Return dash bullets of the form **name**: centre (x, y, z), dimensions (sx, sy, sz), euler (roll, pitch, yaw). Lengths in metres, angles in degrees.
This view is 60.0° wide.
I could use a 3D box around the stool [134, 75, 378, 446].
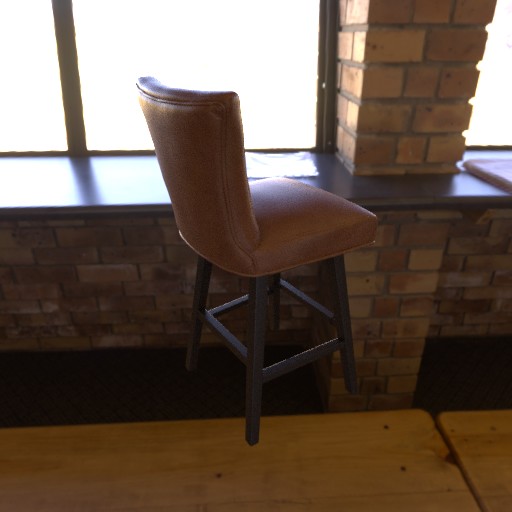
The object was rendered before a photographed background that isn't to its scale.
- **stool**: centre (0.000, 0.000, 1.459), dimensions (0.585, 1.094, 0.522), euler (-17, 32, -30)
